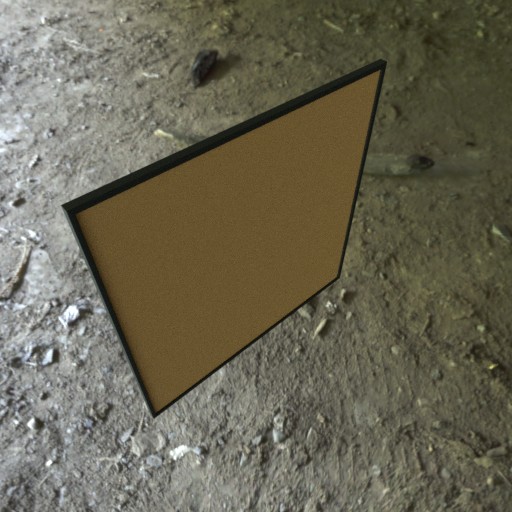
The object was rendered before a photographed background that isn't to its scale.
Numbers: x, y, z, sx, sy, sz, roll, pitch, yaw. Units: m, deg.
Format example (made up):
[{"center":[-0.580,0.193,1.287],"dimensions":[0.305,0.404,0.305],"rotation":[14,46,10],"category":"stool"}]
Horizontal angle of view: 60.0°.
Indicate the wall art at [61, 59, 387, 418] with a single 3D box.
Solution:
[{"center":[0.000,0.000,0.667],"dimensions":[0.458,0.457,0.013],"rotation":[-33,55,-26],"category":"wall art"}]
